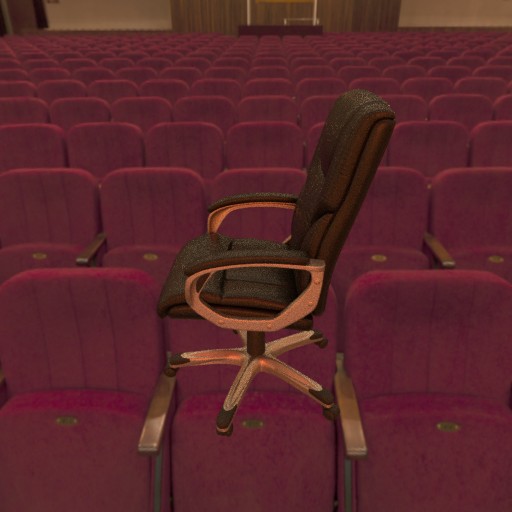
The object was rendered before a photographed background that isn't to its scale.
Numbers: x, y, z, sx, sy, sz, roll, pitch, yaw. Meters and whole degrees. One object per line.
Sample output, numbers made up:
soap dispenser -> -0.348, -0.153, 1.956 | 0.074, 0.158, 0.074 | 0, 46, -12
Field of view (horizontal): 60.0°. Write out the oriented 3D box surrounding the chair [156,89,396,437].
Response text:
chair -> 0.000, 0.000, 1.638 | 0.780, 1.145, 0.700 | 1, 26, 2
